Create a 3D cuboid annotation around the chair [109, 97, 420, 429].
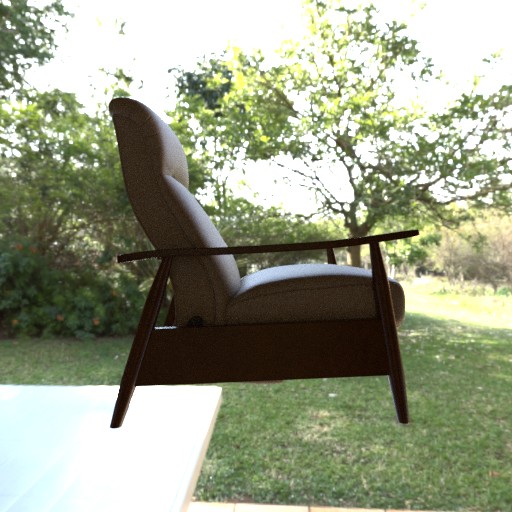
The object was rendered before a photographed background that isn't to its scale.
[{"bbox_3d":[0.000,0.000,1.780,1.030,1.082,0.762,0,0,-2],"label":"chair"}]
